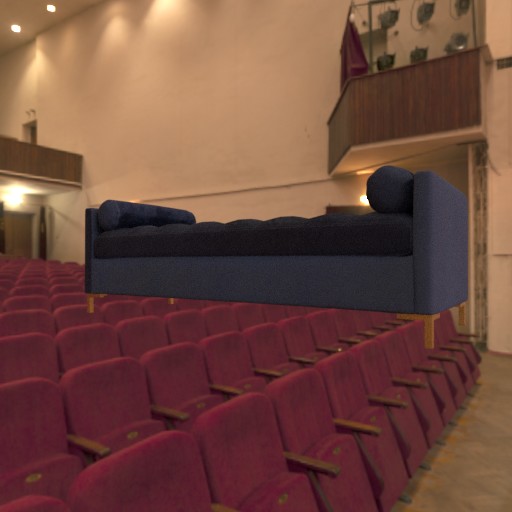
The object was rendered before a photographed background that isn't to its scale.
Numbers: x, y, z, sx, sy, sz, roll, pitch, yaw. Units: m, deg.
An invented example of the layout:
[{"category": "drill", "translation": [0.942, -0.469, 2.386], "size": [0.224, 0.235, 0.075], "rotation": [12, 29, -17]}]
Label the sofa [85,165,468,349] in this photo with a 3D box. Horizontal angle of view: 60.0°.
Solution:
[{"category": "sofa", "translation": [0.000, 0.000, 2.506], "size": [2.102, 0.705, 0.796], "rotation": [-1, -1, 34]}]
